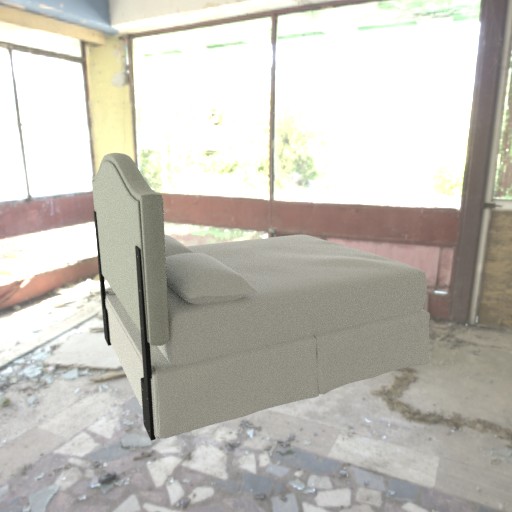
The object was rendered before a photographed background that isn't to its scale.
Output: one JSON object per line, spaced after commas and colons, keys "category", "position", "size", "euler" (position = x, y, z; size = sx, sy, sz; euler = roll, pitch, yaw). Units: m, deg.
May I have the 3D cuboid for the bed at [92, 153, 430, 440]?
{"category": "bed", "position": [0.000, 0.000, 3.524], "size": [2.180, 1.607, 1.813], "euler": [-7, 15, -27]}
